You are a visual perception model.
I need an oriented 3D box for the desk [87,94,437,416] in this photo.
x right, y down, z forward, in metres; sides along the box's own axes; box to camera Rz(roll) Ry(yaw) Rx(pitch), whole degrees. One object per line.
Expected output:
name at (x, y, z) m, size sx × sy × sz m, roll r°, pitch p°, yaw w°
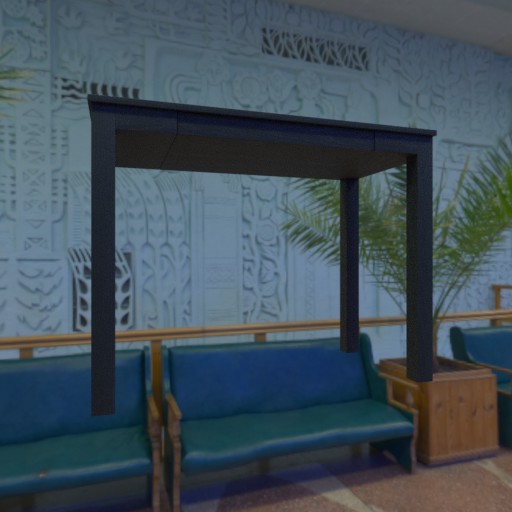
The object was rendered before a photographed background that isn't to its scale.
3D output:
desk at (0.000, 0.000, 1.429) m, size 0.991 × 0.762 × 0.499 m, roll 0°, pitch 0°, yaw -18°
